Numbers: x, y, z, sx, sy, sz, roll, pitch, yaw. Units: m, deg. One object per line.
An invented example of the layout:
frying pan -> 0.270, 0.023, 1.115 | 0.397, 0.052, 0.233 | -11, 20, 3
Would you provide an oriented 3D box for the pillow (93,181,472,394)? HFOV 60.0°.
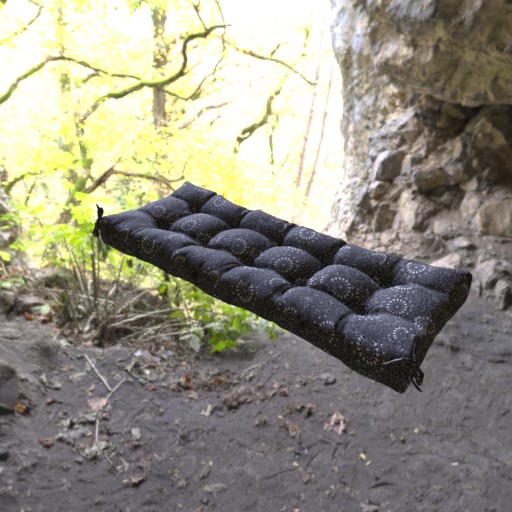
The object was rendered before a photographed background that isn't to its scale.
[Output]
pillow -> 0.000, 0.000, 1.363 | 1.194, 0.174, 0.511 | 22, 37, 32
